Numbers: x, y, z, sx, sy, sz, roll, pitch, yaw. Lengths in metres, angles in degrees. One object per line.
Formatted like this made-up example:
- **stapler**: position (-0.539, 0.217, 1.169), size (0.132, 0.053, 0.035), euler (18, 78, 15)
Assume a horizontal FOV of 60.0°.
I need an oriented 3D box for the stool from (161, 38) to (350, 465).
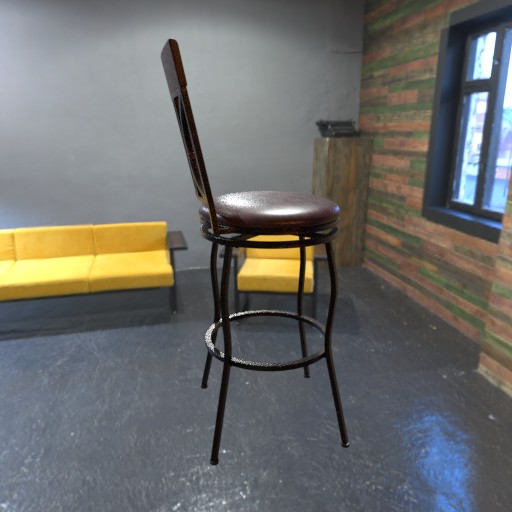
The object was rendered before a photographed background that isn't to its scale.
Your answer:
- **stool**: position (0.000, 0.000, 1.368), size (0.513, 1.130, 0.448), euler (-3, 16, -10)
